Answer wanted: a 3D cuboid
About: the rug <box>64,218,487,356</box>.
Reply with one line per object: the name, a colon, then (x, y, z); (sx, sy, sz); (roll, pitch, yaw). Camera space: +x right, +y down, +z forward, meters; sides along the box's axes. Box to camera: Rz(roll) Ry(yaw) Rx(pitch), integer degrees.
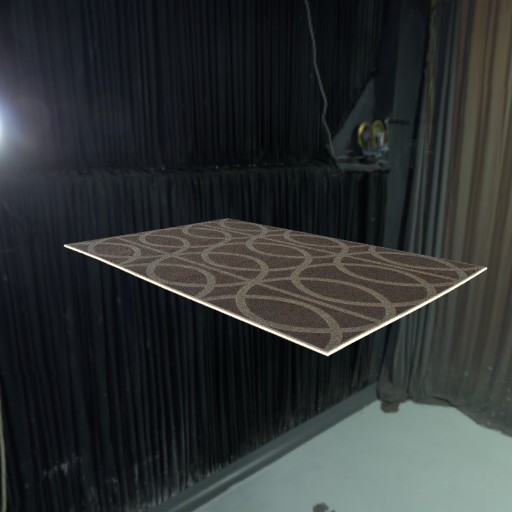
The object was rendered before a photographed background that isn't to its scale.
rug: (0.000, 0.000, 2.828); (1.526, 0.014, 2.290); (-14, 20, -43)
